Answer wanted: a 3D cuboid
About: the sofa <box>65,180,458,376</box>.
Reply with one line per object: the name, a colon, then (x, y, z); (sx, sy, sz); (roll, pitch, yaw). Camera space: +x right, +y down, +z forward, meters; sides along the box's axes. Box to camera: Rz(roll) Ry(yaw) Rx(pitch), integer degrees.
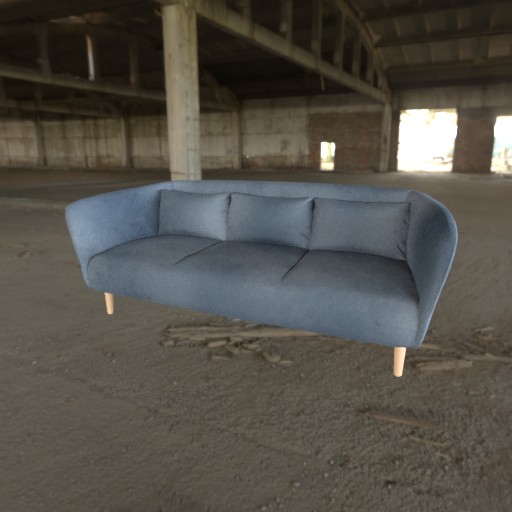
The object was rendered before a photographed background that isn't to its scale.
sofa: (0.000, 0.000, 2.534); (2.095, 0.795, 0.849); (7, 15, 26)
